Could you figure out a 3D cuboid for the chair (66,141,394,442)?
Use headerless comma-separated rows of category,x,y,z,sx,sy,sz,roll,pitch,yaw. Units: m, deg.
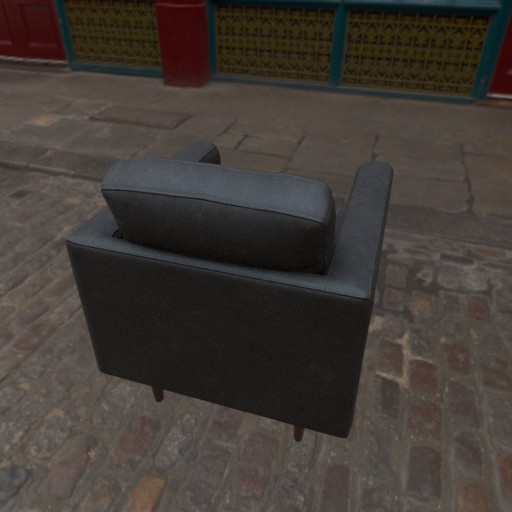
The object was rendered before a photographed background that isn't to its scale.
chair,0.000,0.000,1.547,0.831,0.898,0.879,10,35,15
